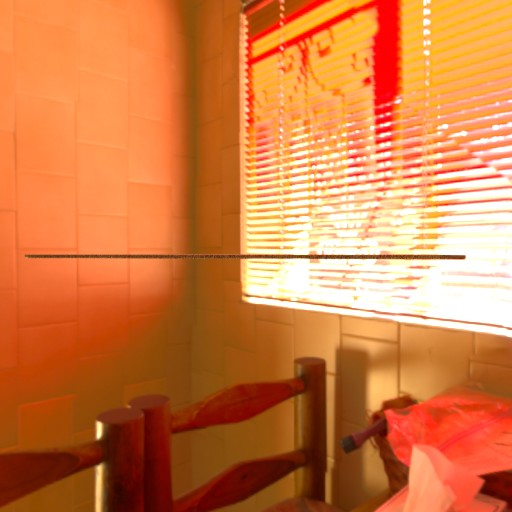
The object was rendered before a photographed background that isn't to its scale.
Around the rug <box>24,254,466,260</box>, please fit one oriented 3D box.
[{"bbox_3d":[0.000,0.000,3.375,2.700,0.024,1.801,0,0,18],"label":"rug"}]
